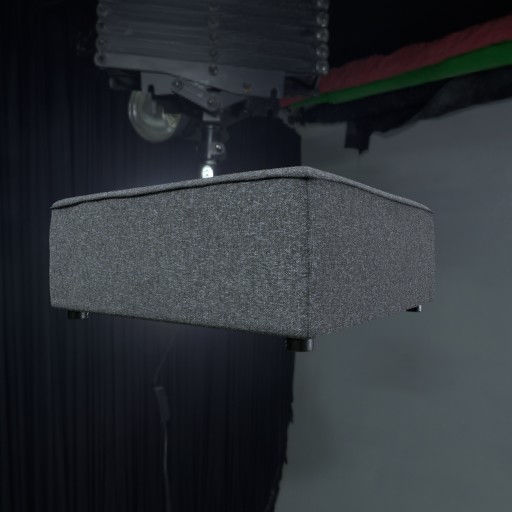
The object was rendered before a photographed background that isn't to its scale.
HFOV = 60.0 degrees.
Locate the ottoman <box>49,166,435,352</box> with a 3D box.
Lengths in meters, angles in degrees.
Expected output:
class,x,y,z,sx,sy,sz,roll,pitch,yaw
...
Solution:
class,x,y,z,sx,sy,sz,roll,pitch,yaw
ottoman,0.000,0.000,1.600,1.017,0.423,1.021,0,0,36
